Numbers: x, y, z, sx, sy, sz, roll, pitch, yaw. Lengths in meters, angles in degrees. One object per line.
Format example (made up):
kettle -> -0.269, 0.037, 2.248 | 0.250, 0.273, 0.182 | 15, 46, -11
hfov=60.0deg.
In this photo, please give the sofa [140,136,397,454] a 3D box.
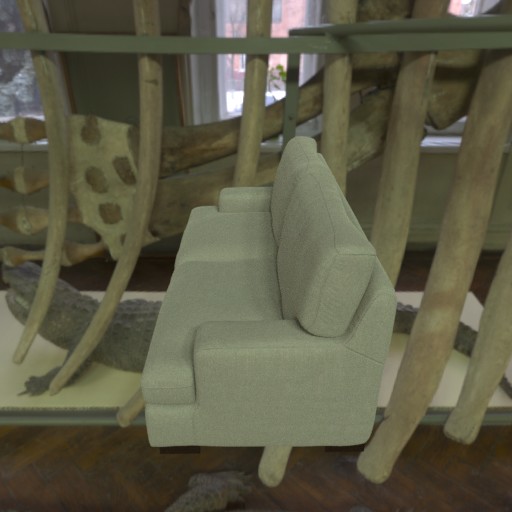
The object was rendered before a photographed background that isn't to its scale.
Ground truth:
sofa -> 0.000, 0.000, 2.470 | 0.962, 0.980, 1.855 | 0, 28, -1
